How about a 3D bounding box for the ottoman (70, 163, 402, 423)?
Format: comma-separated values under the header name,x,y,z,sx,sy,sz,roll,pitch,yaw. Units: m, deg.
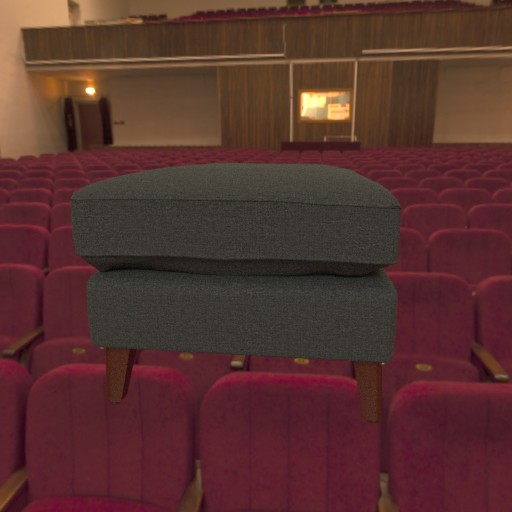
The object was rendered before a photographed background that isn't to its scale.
name,x,y,z,sx,sy,sz,roll,pitch,yaw
ottoman,0.000,0.000,1.240,0.629,0.503,0.835,2,13,7
